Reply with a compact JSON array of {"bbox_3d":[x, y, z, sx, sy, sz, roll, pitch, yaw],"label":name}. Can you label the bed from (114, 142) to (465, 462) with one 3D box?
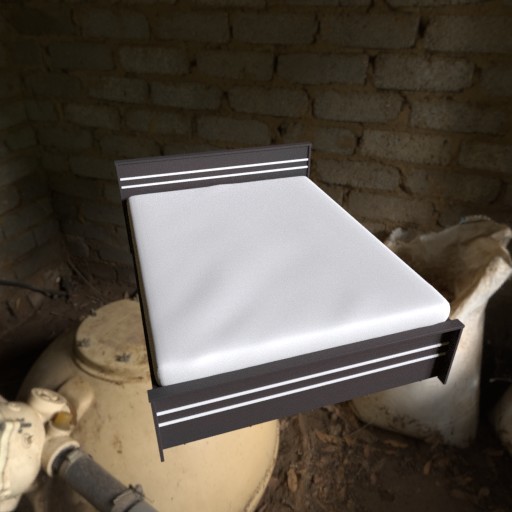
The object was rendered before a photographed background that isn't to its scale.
[{"bbox_3d":[0.000,0.000,2.985,1.634,0.808,2.103,-9,32,-15],"label":"bed"}]
